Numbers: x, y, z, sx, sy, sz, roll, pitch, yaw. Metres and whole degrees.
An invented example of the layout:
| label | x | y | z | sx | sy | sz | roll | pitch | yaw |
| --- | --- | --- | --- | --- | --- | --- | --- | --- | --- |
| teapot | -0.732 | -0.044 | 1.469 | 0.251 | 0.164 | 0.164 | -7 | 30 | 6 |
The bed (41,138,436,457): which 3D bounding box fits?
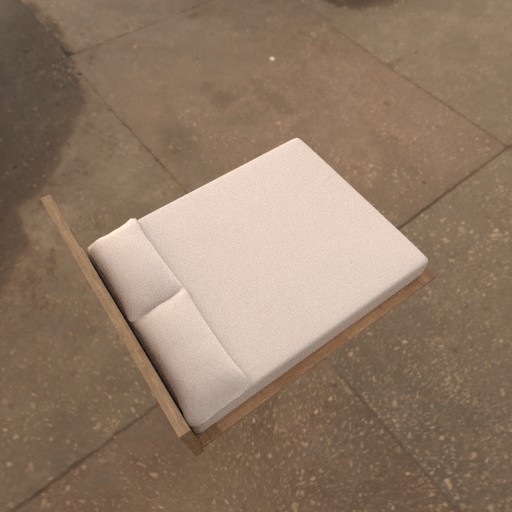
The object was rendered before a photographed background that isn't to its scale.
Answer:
| label | x | y | z | sx | sy | sz | roll | pitch | yaw |
| --- | --- | --- | --- | --- | --- | --- | --- | --- | --- |
| bed | 0.000 | 0.000 | 3.233 | 2.145 | 1.071 | 1.759 | -31 | 63 | -18 |
